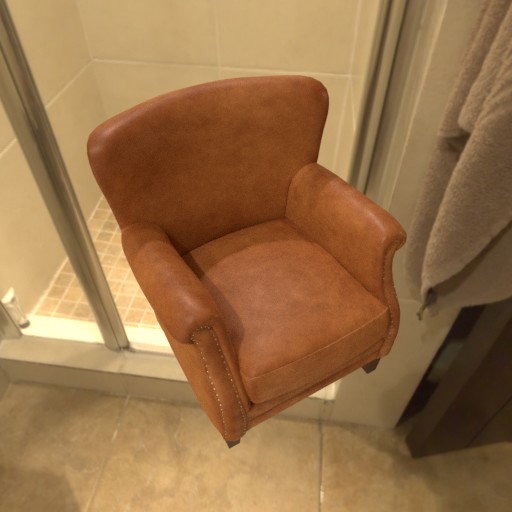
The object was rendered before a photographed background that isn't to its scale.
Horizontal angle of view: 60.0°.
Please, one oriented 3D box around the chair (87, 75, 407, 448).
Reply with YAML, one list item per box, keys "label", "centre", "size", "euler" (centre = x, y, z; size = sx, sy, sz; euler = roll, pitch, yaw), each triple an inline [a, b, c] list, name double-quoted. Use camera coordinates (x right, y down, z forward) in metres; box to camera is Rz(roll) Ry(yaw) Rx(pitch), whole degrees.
- label: "chair"
  centre: [0.000, 0.000, 1.590]
  size: [0.861, 0.936, 0.921]
  euler: [-22, 49, -20]
